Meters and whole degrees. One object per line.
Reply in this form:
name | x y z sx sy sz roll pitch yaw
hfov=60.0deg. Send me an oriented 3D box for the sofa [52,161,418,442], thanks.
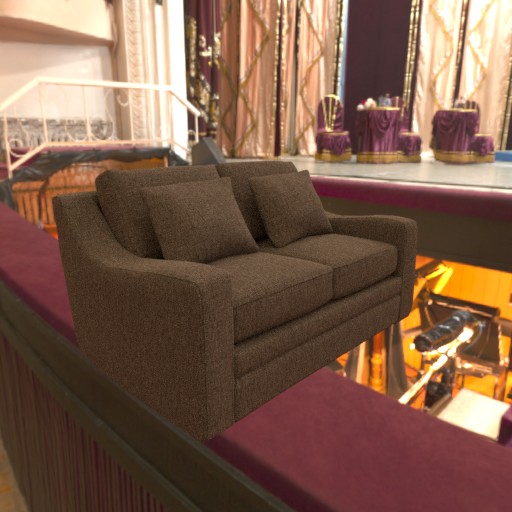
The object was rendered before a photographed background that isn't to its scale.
sofa | 0.000 0.000 2.464 1.120 0.991 1.778 14 20 42
